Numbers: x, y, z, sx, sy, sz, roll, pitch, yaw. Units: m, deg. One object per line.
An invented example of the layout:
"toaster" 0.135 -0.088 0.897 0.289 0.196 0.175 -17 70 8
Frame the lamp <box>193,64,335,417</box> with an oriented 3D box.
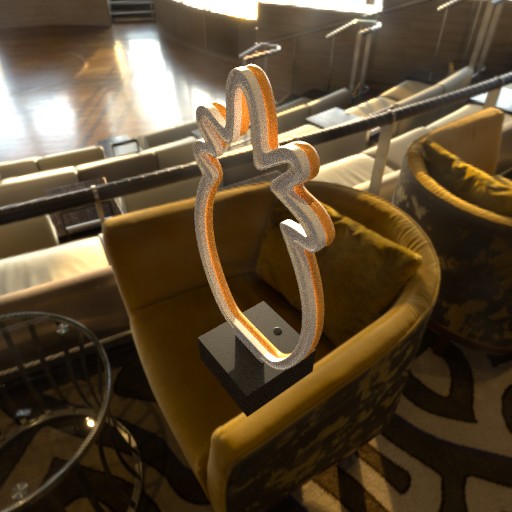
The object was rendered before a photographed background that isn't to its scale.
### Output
"lamp" 0.000 0.000 0.384 0.088 0.317 0.167 -26 47 -27
